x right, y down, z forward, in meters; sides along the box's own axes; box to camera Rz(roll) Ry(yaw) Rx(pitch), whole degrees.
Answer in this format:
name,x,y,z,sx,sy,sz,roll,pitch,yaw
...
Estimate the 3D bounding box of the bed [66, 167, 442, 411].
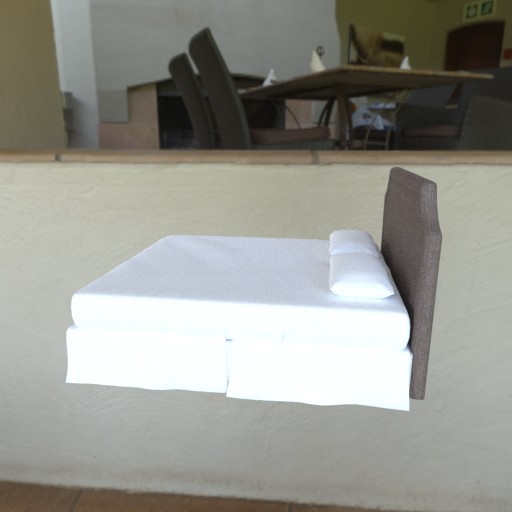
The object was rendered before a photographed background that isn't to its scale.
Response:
name,x,y,z,sx,sy,sz,roll,pitch,yaw
bed,0.000,0.000,4.210,2.773,1.590,2.350,2,15,9
